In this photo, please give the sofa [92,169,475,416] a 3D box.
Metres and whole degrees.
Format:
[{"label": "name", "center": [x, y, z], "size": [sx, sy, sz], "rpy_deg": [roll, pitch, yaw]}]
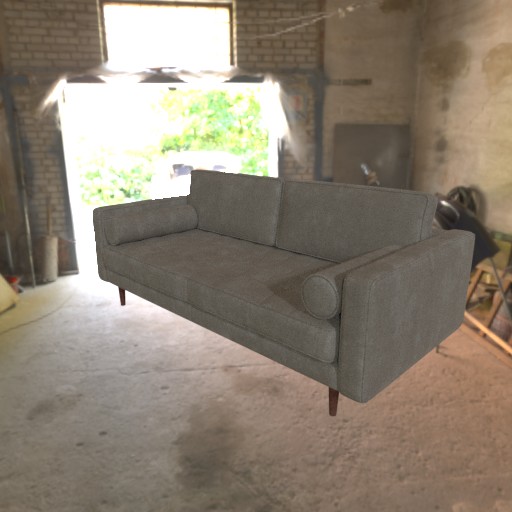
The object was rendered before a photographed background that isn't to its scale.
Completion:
[{"label": "sofa", "center": [0.000, 0.000, 2.311], "size": [1.883, 0.769, 0.920], "rpy_deg": [15, 22, 42]}]
